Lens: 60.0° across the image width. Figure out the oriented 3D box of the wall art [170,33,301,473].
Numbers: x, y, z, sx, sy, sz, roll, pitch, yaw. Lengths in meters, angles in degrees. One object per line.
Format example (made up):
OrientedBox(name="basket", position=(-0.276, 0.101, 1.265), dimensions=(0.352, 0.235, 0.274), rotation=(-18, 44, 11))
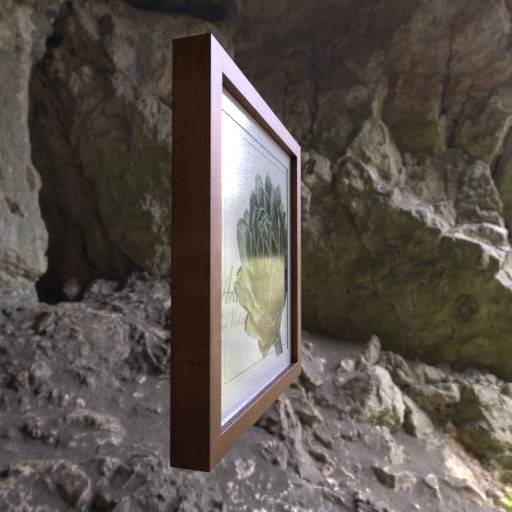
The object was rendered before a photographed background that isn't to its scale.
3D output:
OrientedBox(name="wall art", position=(0.000, 0.000, 0.577), dimensions=(0.038, 0.385, 0.386), rotation=(-1, -2, 18))
